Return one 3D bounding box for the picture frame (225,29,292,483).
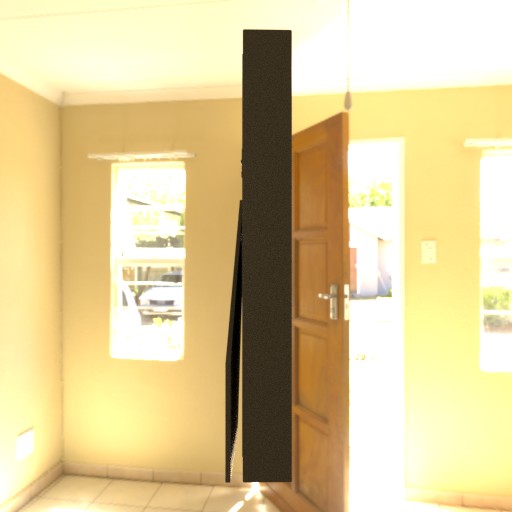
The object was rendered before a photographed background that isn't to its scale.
[{"bbox_3d":[0.000,0.000,0.394,0.042,0.284,0.232,0,0,-1],"label":"picture frame"}]
